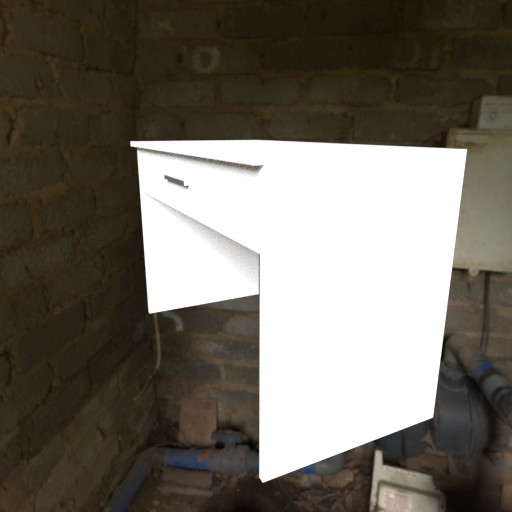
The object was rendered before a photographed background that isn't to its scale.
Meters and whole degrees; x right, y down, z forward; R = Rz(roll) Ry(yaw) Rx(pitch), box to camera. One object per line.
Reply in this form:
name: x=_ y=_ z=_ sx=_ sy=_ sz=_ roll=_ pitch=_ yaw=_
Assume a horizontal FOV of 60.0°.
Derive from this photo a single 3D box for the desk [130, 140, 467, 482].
desk: x=0.000 y=0.000 z=1.494 sx=0.560 sy=0.730 sz=1.100 roll=-8 pitch=18 yaw=-25
